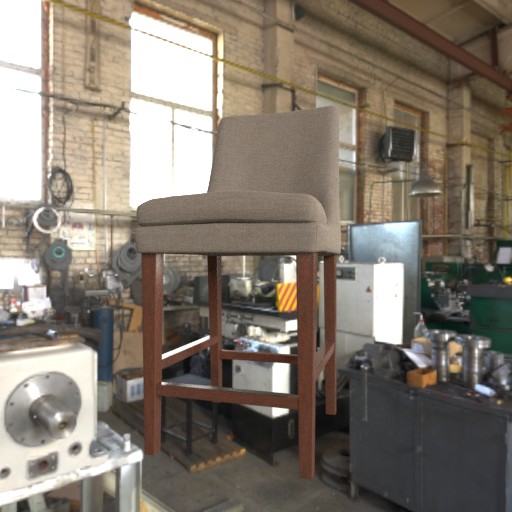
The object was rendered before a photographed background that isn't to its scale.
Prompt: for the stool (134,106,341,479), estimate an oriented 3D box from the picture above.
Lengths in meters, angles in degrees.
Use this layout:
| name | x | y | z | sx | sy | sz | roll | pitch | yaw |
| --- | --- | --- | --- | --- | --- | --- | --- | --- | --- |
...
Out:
| name | x | y | z | sx | sy | sz | roll | pitch | yaw |
| --- | --- | --- | --- | --- | --- | --- | --- | --- | --- |
| stool | 0.000 | 0.000 | 1.278 | 0.470 | 0.981 | 0.577 | 0 | 0 | 17 |
